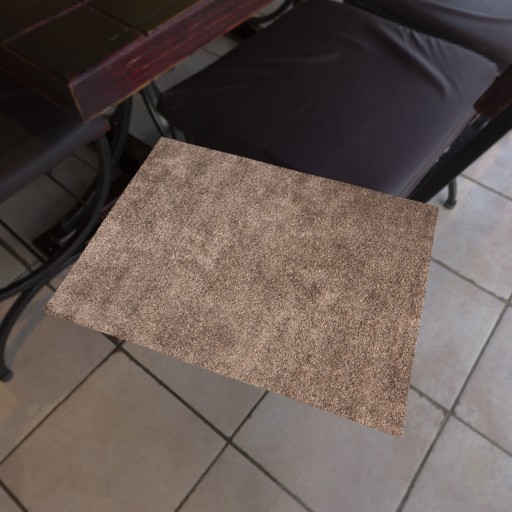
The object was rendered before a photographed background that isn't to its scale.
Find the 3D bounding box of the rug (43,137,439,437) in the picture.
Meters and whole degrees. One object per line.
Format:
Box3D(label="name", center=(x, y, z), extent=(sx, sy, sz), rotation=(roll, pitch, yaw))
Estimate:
Box3D(label="rug", center=(0.000, 0.000, 2.148), extent=(1.601, 0.025, 1.198), rotation=(16, 58, 11))
